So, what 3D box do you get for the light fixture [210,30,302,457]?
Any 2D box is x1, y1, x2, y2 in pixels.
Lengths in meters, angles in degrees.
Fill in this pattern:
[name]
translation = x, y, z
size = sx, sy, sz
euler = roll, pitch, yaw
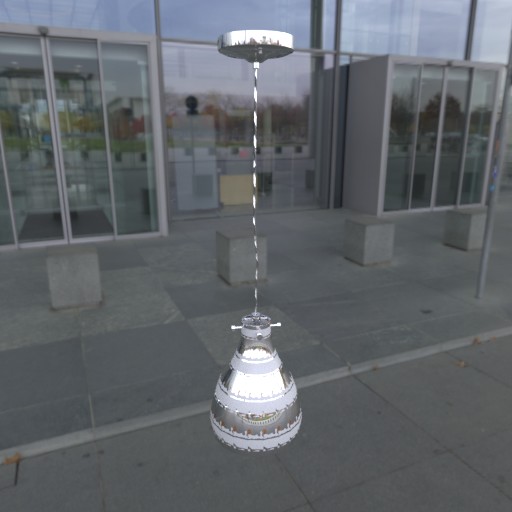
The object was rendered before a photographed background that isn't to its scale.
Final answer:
[light fixture]
translation = 0.000, 0.000, 1.627
size = 0.374, 1.457, 0.374
euler = -2, 16, -8
